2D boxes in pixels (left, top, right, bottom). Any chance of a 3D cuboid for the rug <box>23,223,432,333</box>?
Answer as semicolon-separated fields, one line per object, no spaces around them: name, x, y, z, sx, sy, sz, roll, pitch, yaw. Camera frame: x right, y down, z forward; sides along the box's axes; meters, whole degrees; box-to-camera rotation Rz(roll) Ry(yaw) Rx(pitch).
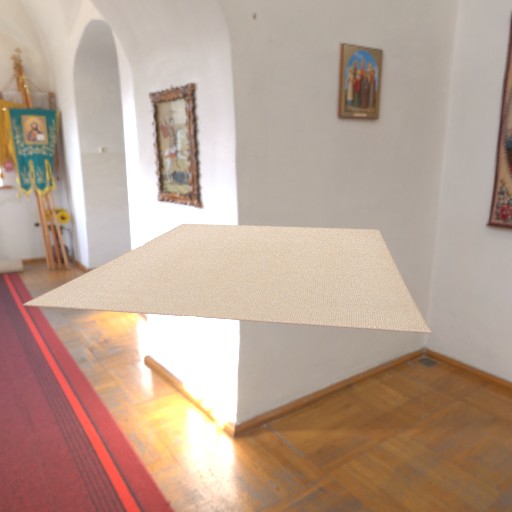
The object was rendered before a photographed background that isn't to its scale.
rug;0.000;0.000;4.045;2.462;0.018;3.039;2;14;10
